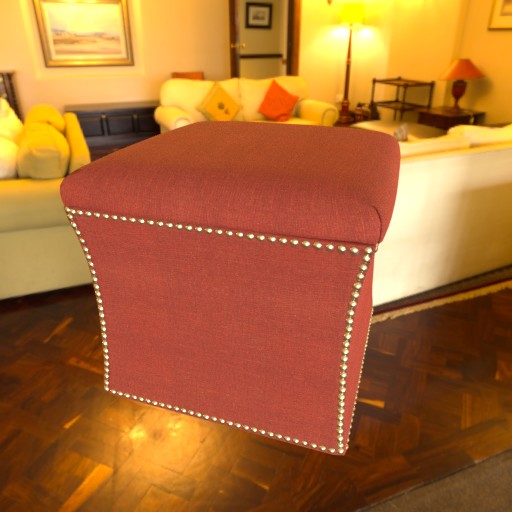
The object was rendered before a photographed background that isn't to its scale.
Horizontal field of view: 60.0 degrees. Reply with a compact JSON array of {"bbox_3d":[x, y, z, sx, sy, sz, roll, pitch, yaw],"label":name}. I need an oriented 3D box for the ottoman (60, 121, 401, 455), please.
[{"bbox_3d":[0.000,0.000,0.898,0.507,0.475,0.497,9,28,17],"label":"ottoman"}]
